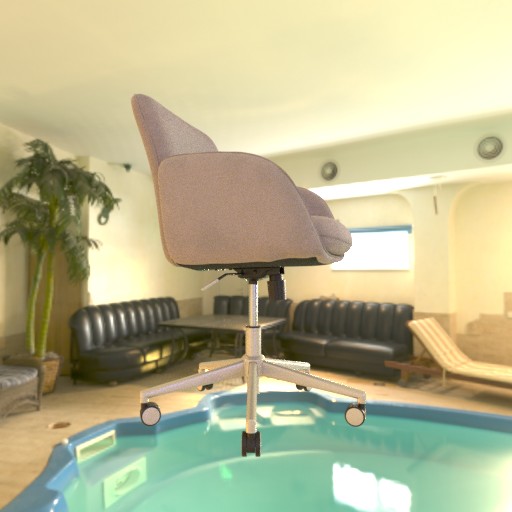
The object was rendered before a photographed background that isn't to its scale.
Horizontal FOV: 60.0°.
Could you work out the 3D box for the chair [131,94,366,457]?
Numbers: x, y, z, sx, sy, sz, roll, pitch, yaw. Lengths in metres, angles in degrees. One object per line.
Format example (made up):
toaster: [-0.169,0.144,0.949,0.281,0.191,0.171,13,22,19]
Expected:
chair: [0.000,0.000,1.362,0.654,0.959,0.648,0,-1,19]
